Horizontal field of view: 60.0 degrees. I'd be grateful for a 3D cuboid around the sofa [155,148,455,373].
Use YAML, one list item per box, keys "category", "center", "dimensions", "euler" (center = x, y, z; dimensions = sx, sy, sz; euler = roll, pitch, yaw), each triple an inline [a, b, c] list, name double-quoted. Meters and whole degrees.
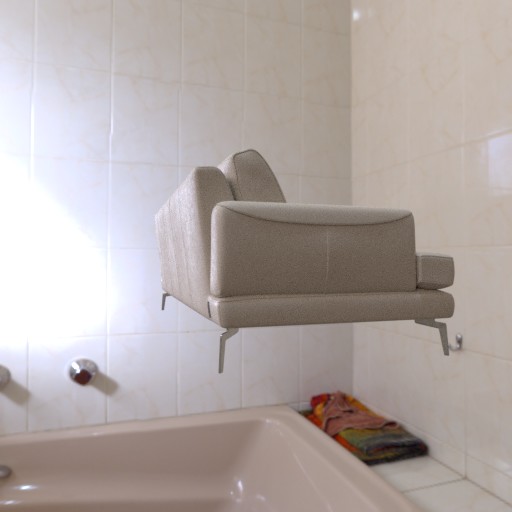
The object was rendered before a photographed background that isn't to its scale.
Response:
- category: "sofa"
  center: [0.000, 0.000, 2.426]
  dimensions: [0.974, 0.765, 1.940]
  euler: [0, -1, -17]
